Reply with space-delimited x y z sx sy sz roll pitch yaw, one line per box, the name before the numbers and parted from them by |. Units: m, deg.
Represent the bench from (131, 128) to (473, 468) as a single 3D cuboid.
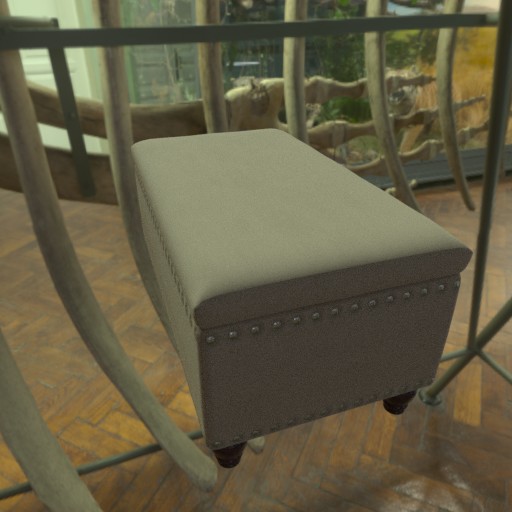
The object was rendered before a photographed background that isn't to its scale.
bench | 0.000 0.000 1.158 0.500 0.449 0.887 -10 31 -17
